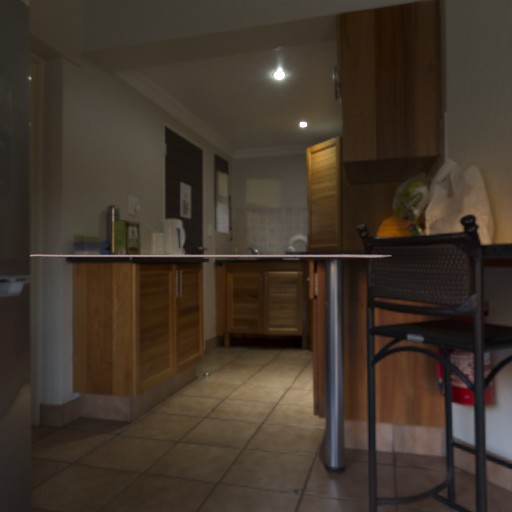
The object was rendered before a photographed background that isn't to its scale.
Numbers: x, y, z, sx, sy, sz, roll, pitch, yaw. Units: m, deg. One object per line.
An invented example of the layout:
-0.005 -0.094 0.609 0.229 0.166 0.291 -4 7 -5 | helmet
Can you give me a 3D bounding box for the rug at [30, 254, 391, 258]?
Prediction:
0.000 0.000 4.288 2.479 0.023 3.092 0 0 18 | rug
